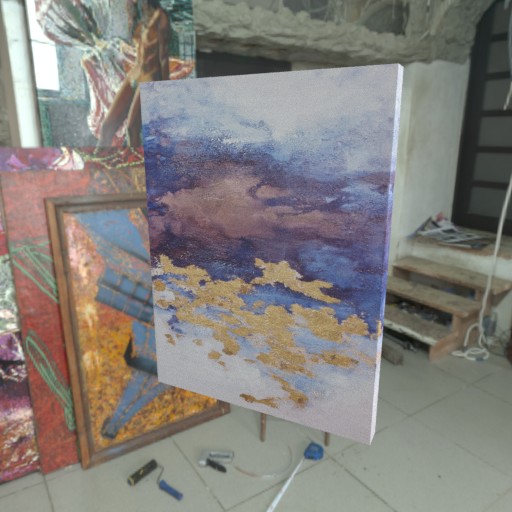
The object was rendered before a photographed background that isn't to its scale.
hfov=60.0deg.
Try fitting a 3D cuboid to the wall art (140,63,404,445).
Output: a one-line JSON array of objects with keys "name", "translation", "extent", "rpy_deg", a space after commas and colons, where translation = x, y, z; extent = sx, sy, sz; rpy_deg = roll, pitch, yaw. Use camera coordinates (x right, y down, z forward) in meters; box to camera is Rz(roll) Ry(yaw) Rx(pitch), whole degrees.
[{"name": "wall art", "translation": [0.000, 0.000, 0.763], "extent": [0.437, 0.581, 0.036], "rpy_deg": [7, 16, 26]}]
